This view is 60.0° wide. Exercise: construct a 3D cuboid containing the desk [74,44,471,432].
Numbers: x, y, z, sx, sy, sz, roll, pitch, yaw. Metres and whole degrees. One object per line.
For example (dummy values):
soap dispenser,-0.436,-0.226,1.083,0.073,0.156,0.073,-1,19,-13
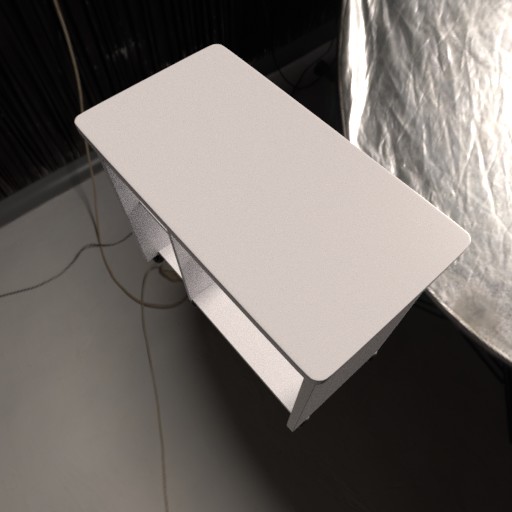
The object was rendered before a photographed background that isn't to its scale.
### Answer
desk,0.000,0.000,1.350,0.475,0.763,0.877,-37,67,-19
